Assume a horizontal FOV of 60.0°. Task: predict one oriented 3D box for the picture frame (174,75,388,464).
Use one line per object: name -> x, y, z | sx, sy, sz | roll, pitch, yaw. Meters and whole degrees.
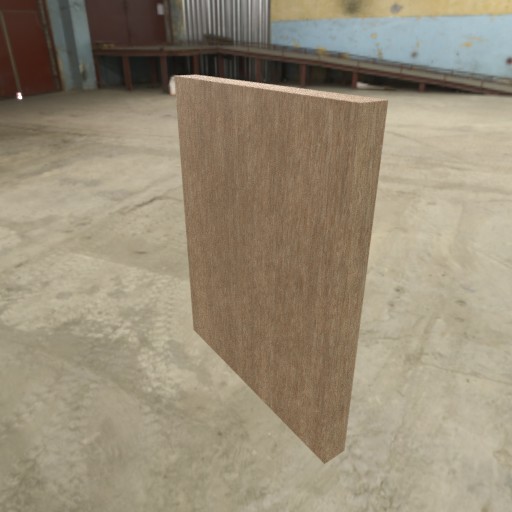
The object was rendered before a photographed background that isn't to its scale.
picture frame -> 0.000, 0.000, 0.728 | 0.043, 0.526, 0.424 | -17, 31, -31
